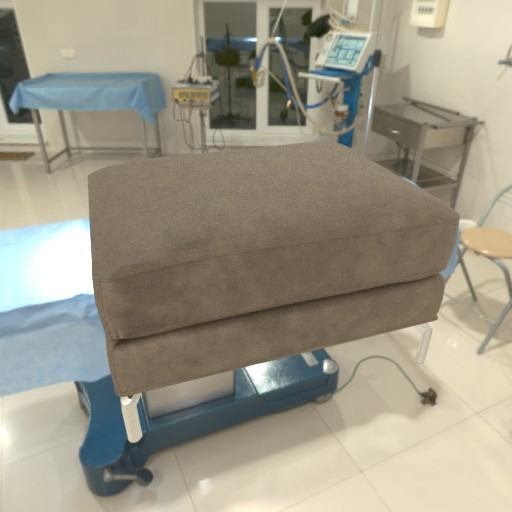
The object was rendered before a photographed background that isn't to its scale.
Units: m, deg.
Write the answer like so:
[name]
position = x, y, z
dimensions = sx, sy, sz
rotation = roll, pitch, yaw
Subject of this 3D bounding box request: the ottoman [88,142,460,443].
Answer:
[ottoman]
position = 0.000, 0.000, 1.072
dimensions = 0.719, 0.456, 0.520
rotation = -10, 32, -16
